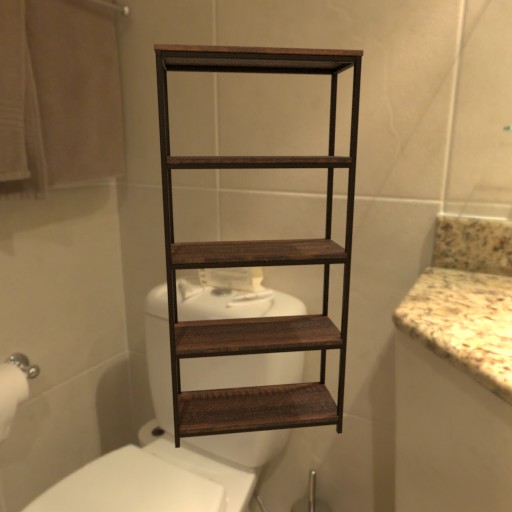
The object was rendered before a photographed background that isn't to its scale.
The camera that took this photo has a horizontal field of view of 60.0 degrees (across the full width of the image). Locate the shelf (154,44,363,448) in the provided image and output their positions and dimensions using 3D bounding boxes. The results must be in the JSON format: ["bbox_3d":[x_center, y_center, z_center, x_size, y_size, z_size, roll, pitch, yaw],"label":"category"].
[{"bbox_3d":[0.000,0.000,2.221,0.874,1.860,0.359,-2,14,-8],"label":"shelf"}]
